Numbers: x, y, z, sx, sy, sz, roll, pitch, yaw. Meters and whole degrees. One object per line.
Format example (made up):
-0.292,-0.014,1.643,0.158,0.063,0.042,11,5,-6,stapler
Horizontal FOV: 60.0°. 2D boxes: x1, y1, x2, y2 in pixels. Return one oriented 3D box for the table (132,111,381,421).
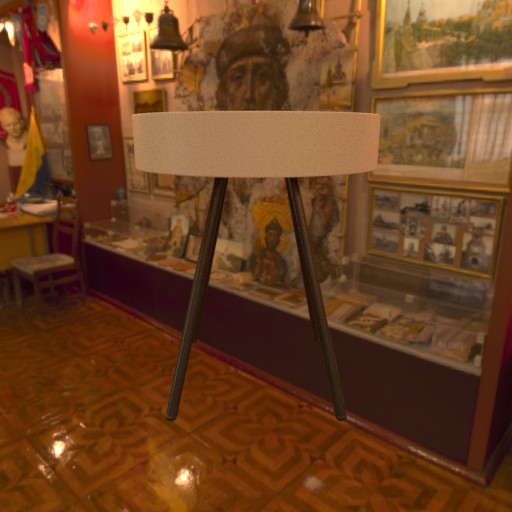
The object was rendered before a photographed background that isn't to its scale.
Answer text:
0.000,0.000,0.870,0.450,0.525,0.450,0,16,0,table
